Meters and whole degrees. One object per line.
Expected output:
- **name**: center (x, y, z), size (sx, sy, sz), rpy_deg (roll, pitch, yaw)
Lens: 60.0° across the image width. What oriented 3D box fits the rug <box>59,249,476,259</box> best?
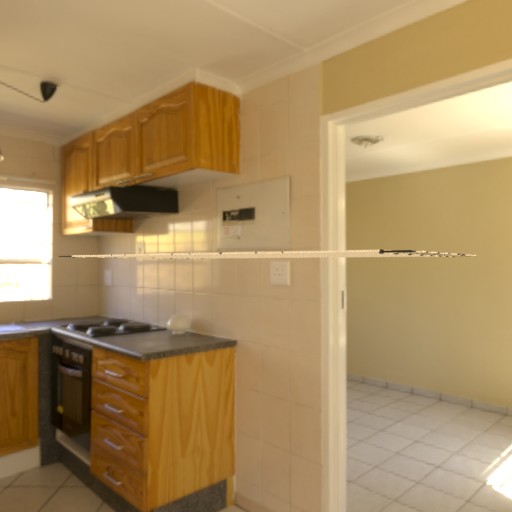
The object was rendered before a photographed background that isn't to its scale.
- **rug**: center (0.000, 0.000, 3.285), size (2.755, 0.021, 1.524), rpy_deg (-1, -1, 36)
